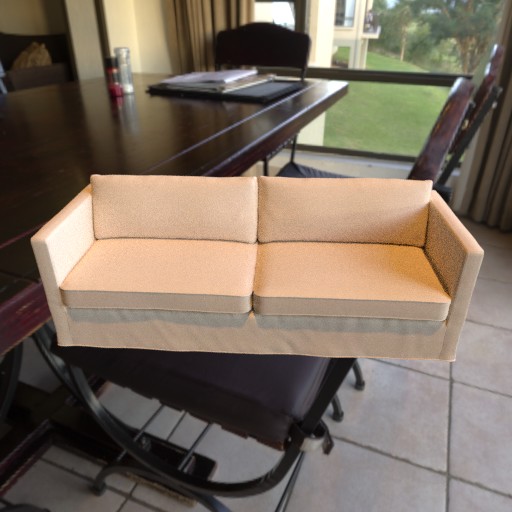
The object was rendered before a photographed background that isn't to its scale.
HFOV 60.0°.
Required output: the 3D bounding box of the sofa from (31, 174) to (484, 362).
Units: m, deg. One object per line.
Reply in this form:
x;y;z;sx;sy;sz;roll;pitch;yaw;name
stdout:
0.000;0.000;3.240;2.779;0.999;1.036;2;30;3;sofa
